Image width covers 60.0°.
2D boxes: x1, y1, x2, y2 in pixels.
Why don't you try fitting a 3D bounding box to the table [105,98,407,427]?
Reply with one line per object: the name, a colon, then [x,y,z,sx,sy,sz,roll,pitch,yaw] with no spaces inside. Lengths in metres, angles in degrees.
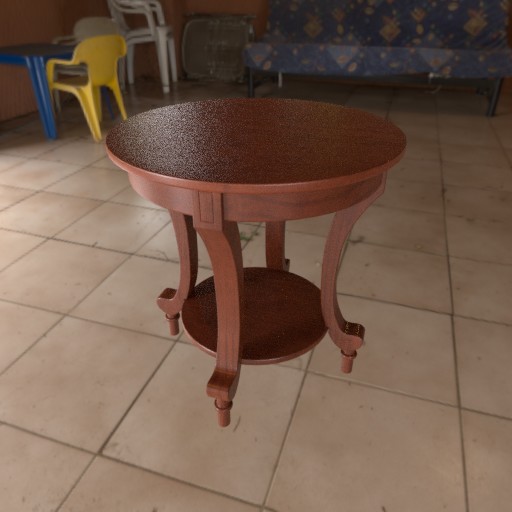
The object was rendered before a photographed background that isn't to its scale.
table: [0.000,0.000,1.070,0.597,0.612,0.597,0,31,0]
